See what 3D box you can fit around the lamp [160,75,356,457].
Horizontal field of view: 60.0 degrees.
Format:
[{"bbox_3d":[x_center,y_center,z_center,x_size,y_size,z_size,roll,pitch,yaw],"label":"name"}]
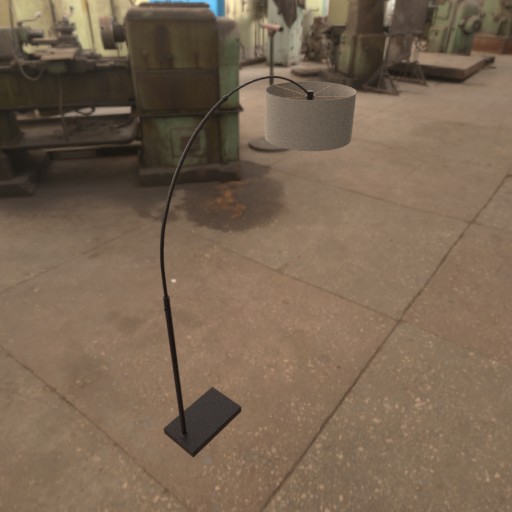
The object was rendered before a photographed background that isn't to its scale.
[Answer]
[{"bbox_3d":[0.000,0.000,2.553,0.493,1.927,1.424,24,39,33],"label":"lamp"}]
